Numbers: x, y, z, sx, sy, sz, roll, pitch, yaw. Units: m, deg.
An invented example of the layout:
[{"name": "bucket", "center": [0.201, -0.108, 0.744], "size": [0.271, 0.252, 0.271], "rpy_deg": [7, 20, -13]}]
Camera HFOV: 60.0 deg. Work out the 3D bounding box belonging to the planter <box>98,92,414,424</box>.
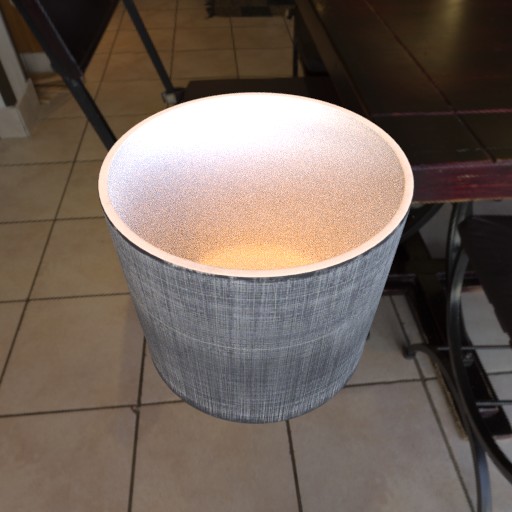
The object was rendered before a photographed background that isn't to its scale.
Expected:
[{"name": "planter", "center": [0.000, 0.000, 0.445], "size": [0.254, 0.221, 0.254], "rpy_deg": [0, 46, 0]}]
